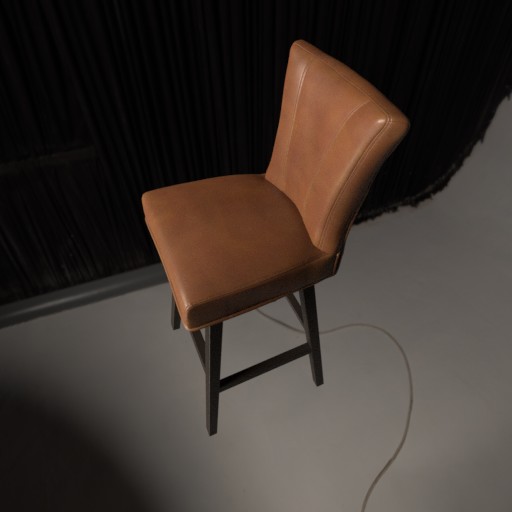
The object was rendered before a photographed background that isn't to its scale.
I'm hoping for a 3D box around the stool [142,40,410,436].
[{"bbox_3d":[0.000,0.000,1.407,0.585,1.094,0.522,-16,48,-16],"label":"stool"}]
